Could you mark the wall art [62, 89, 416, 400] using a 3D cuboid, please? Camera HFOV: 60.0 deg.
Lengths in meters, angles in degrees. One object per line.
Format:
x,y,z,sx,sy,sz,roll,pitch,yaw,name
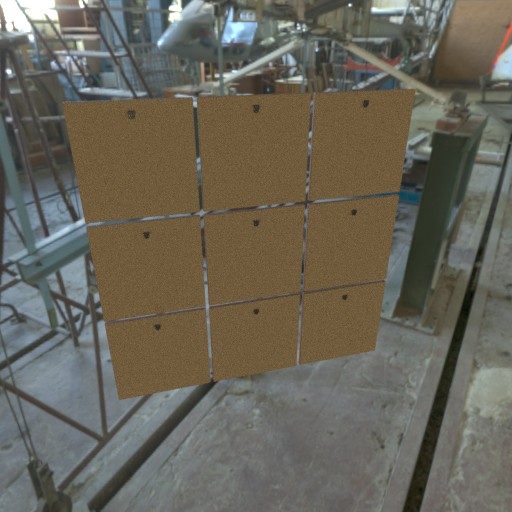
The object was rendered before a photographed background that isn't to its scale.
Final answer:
0.000,0.000,1.771,1.221,1.218,0.024,-7,28,-14,wall art
